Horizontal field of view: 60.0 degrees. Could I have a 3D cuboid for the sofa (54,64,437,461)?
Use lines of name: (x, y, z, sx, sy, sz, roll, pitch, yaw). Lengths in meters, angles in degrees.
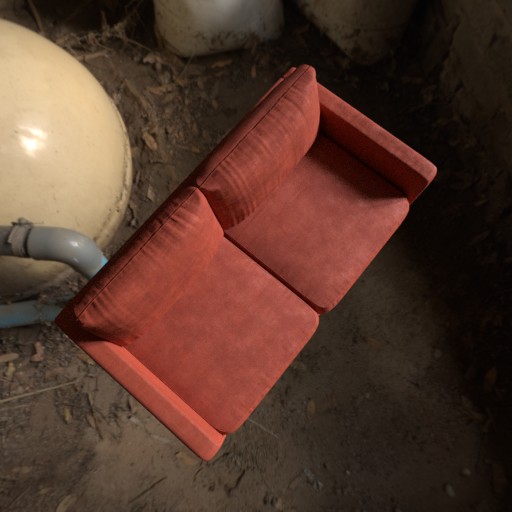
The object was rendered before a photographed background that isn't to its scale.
sofa: (0.000, 0.000, 2.082, 0.864, 0.896, 1.574, 39, 78, 10)
